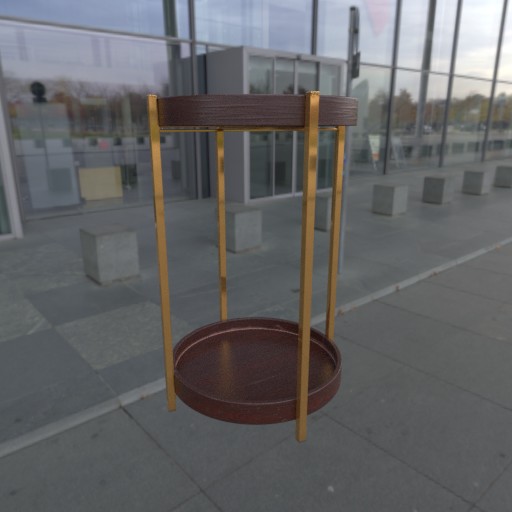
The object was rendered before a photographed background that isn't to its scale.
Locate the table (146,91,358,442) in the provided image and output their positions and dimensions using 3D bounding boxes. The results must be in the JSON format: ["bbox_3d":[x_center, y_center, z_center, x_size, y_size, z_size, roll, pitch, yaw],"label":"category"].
[{"bbox_3d":[0.000,0.000,0.906,0.400,0.610,0.400,-8,18,-24],"label":"table"}]
